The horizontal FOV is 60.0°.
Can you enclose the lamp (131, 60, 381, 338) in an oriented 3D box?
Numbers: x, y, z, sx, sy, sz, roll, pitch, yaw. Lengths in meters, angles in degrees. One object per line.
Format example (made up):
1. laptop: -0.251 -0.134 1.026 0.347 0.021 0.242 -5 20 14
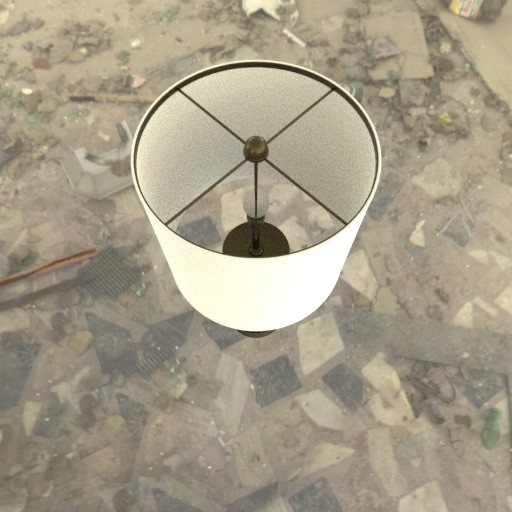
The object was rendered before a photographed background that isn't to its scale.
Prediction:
1. lamp: 0.000 0.000 0.806 0.301 0.630 0.301 0 64 0
